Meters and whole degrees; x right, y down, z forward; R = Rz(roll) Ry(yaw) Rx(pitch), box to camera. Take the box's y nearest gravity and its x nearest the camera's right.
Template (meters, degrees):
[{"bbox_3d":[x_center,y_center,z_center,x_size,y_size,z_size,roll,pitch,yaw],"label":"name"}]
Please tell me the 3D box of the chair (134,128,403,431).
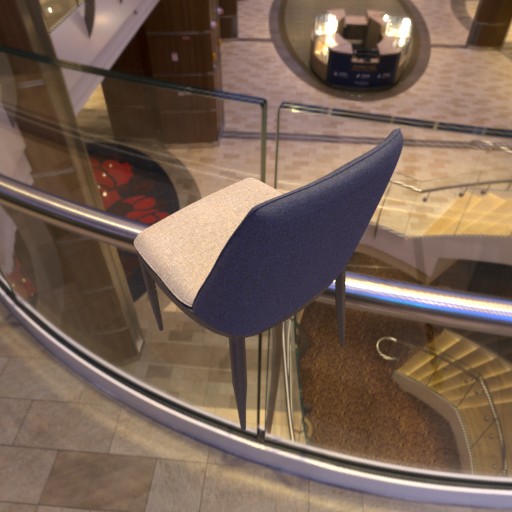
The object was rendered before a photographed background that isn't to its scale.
[{"bbox_3d":[0.000,0.000,1.177,0.480,0.839,0.551,-32,53,-28],"label":"chair"}]
